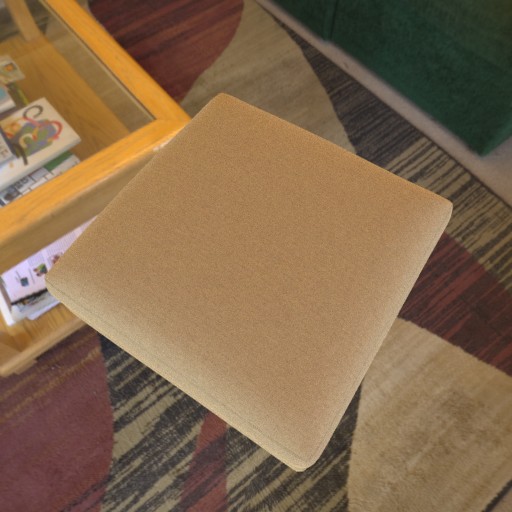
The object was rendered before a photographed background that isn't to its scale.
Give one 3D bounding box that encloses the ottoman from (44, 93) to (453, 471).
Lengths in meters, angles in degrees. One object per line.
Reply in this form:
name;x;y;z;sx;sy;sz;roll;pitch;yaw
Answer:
ottoman;0.000;0.000;1.605;1.041;0.470;1.041;31;68;14
